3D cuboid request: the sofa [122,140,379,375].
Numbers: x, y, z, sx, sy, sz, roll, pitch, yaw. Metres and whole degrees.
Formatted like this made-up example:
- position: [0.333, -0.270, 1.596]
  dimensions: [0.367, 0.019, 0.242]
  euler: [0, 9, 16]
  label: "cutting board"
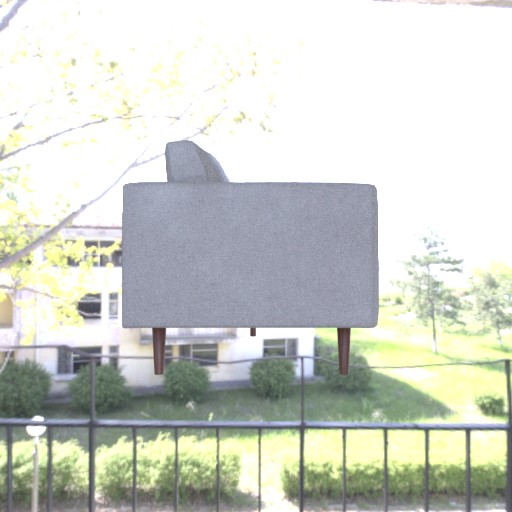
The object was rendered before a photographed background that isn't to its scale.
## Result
- position: [0.000, 0.000, 2.536]
  dimensions: [0.944, 0.918, 1.983]
  euler: [0, 0, 0]
  label: "sofa"
